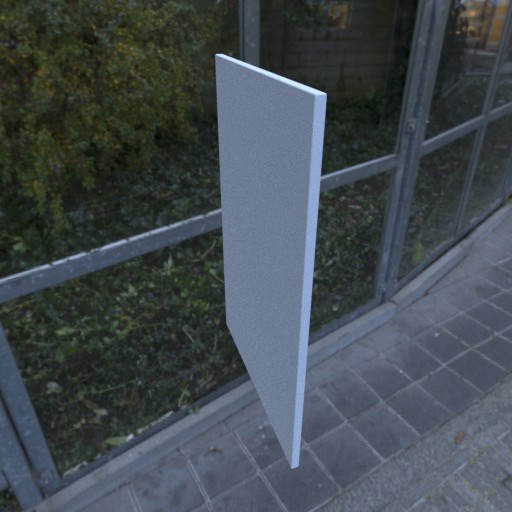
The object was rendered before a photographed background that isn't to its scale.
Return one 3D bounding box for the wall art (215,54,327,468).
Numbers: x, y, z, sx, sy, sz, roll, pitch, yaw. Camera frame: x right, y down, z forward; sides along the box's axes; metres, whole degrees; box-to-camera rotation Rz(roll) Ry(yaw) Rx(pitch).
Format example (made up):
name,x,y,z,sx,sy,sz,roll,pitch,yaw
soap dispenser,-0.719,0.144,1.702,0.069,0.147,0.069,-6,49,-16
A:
name,x,y,z,sx,sy,sz,roll,pitch,yaw
wall art,0.000,0.000,0.614,0.011,0.482,0.329,-10,31,-16
